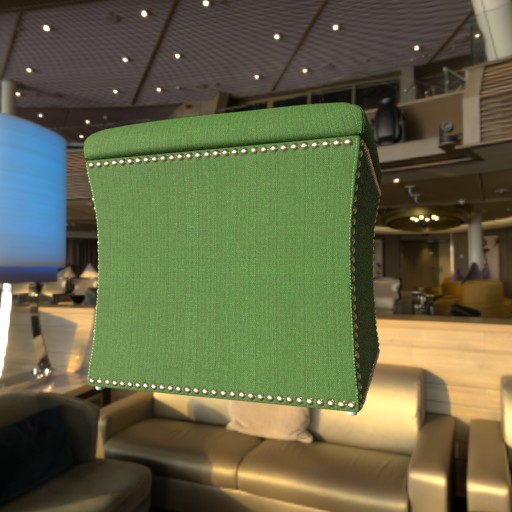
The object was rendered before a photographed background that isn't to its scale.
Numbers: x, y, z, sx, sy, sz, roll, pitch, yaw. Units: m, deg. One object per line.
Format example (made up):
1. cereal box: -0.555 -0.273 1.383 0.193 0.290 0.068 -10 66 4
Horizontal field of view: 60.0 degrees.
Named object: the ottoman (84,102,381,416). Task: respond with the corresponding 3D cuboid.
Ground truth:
1. ottoman: 0.000 0.000 0.919 0.497 0.475 0.507 -1 -2 18
